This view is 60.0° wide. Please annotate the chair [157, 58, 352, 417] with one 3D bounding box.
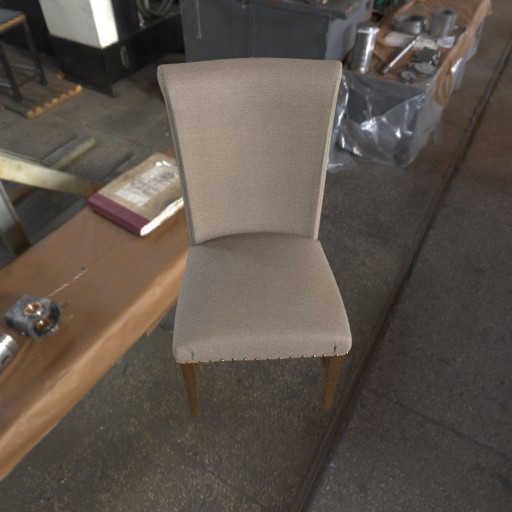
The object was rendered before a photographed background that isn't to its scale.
[{"bbox_3d":[0.000,0.000,1.375,0.513,0.988,0.608,-2,46,-2],"label":"chair"}]
